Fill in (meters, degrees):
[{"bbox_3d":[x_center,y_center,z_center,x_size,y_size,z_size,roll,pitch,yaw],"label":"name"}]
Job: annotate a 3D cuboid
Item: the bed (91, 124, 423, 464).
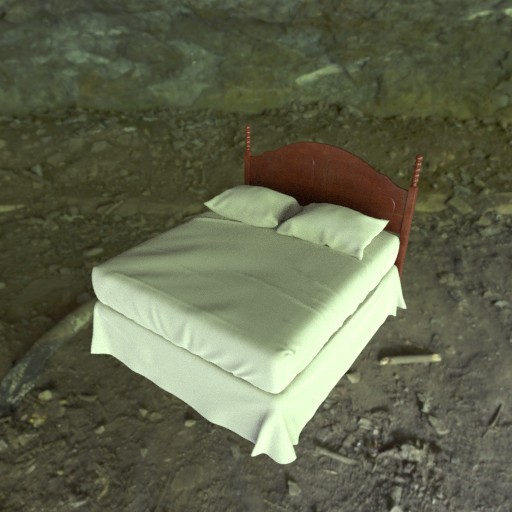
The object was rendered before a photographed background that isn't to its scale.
[{"bbox_3d":[0.000,0.000,3.345,1.873,1.356,2.040,20,35,31],"label":"bed"}]
